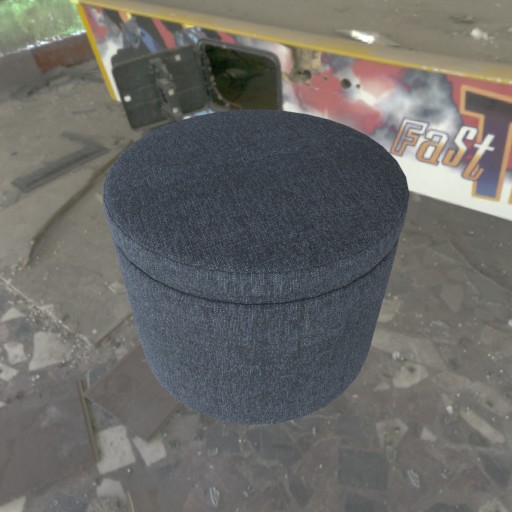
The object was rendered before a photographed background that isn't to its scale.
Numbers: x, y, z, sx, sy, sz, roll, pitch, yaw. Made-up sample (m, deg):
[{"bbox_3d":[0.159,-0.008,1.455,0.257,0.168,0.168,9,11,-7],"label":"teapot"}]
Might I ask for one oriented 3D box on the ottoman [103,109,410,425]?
[{"bbox_3d":[0.000,0.000,0.862,0.500,0.419,0.500,0,41,0],"label":"ottoman"}]
